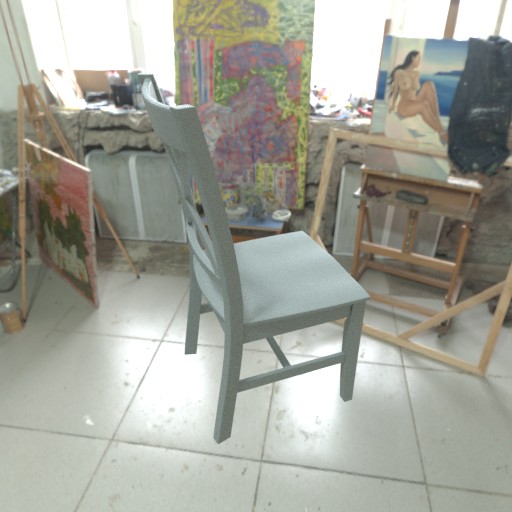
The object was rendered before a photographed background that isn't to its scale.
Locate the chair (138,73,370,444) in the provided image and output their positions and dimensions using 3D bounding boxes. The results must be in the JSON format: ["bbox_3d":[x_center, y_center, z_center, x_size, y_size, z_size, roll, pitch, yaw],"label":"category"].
[{"bbox_3d":[0.000,0.000,1.326,0.542,0.983,0.485,-11,32,-18],"label":"chair"}]
